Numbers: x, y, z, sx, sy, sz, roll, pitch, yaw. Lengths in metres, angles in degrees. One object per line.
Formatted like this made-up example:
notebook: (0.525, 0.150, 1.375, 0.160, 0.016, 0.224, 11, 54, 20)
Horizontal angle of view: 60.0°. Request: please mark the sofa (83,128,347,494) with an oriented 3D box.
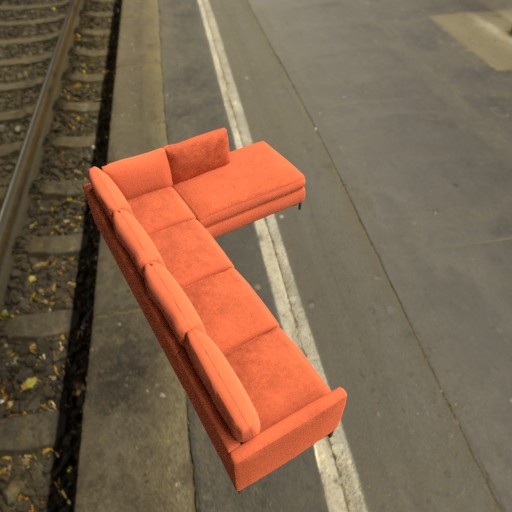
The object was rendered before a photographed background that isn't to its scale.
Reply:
sofa: (0.000, 0.000, 3.477, 1.879, 0.757, 2.736, -24, 51, -21)
